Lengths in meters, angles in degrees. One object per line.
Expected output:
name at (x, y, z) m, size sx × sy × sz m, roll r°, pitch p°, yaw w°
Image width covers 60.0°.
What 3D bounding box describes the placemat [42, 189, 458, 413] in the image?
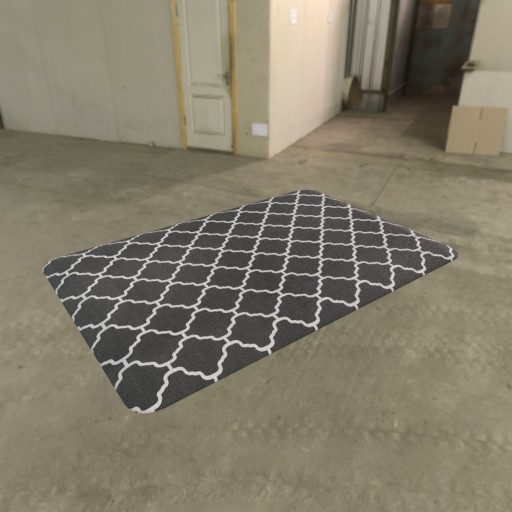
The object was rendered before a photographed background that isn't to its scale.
placemat at (0.000, 0.000, 0.946) m, size 0.762 × 0.021 × 0.508 m, roll -20°, pitch 35°, yaw -31°
